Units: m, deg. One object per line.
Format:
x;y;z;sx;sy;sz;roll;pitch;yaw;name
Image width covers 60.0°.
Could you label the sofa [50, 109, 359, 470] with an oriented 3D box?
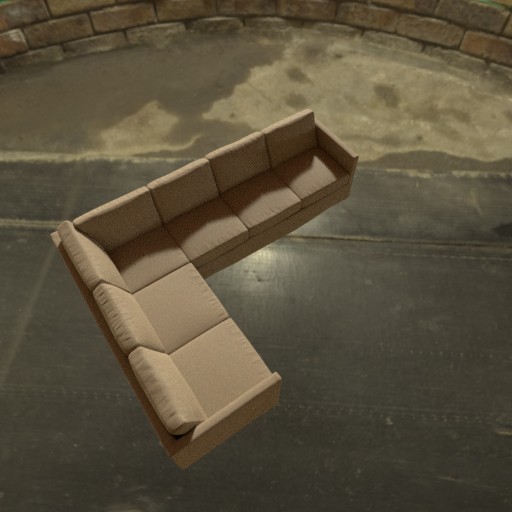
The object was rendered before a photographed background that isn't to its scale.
0.000;0.000;4.417;3.182;0.871;2.432;-30;62;-18;sofa
